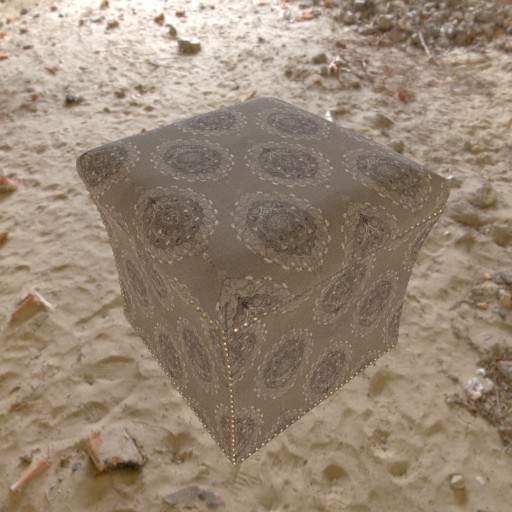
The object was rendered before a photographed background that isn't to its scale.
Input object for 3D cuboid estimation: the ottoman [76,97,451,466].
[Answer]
[{"bbox_3d":[0.000,0.000,0.914,0.497,0.473,0.507,-27,47,-28],"label":"ottoman"}]
